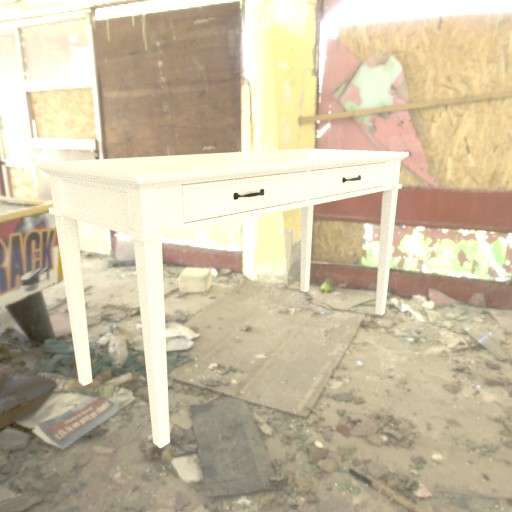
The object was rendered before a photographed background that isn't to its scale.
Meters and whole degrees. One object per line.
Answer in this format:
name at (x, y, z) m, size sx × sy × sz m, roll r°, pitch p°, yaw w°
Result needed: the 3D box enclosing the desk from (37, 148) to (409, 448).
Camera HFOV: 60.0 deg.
desk at (0.000, 0.000, 1.766) m, size 0.559 × 0.774 × 1.372 m, roll 15°, pitch 22°, yaw 41°
